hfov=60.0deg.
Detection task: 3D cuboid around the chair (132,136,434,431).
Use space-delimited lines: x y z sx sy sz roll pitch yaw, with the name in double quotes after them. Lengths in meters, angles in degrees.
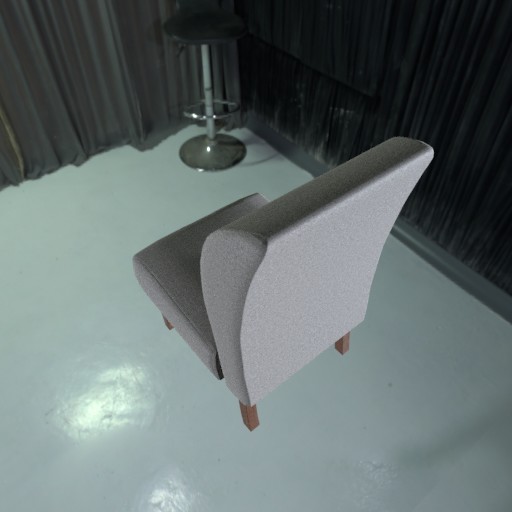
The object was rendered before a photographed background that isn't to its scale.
0.000 0.000 1.210 0.513 0.804 0.592 -32 54 -26 "chair"
